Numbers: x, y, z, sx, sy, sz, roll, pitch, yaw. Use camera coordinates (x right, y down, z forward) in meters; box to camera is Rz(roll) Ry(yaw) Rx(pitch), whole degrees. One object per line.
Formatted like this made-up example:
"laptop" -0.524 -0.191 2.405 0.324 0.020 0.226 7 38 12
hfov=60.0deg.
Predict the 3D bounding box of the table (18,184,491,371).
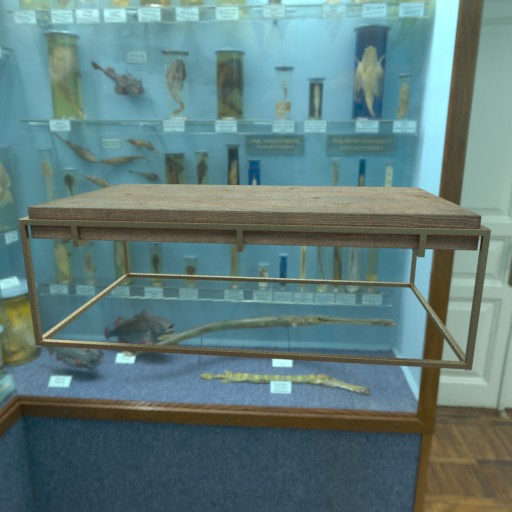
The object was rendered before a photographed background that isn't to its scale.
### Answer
"table" 0.000 0.000 1.712 1.387 0.468 0.775 2 15 6
